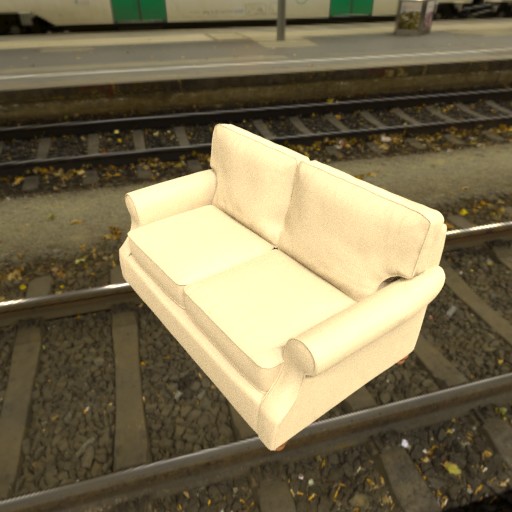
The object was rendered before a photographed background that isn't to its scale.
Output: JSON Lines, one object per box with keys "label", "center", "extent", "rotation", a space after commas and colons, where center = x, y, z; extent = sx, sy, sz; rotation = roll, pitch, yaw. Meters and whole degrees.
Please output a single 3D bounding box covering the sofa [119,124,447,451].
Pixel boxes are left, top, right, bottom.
{"label": "sofa", "center": [0.000, 0.000, 2.302], "extent": [0.964, 0.937, 1.665], "rotation": [-22, 39, -30]}
